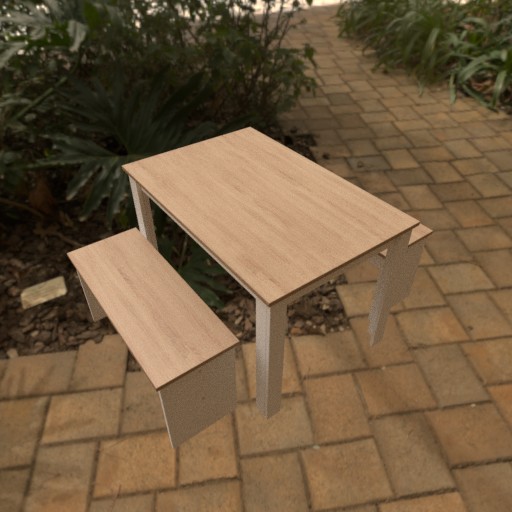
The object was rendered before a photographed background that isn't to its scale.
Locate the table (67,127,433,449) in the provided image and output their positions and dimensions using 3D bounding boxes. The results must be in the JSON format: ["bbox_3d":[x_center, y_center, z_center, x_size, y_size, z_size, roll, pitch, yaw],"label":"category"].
[{"bbox_3d":[0.000,0.000,2.078,1.443,0.700,1.100,-25,46,-27],"label":"table"}]
